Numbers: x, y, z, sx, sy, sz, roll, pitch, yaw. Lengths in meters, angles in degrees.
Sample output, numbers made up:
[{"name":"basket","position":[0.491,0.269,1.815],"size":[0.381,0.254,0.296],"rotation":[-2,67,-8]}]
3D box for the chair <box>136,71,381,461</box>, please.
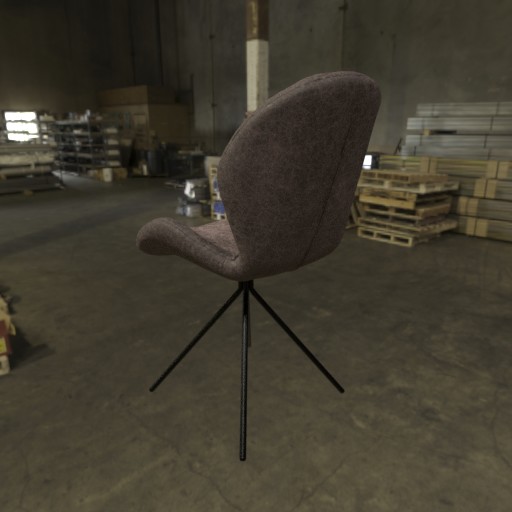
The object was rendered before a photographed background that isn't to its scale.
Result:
[{"name":"chair","position":[0.000,0.000,1.269],"size":[0.527,0.934,0.640],"rotation":[-15,22,-42]}]
